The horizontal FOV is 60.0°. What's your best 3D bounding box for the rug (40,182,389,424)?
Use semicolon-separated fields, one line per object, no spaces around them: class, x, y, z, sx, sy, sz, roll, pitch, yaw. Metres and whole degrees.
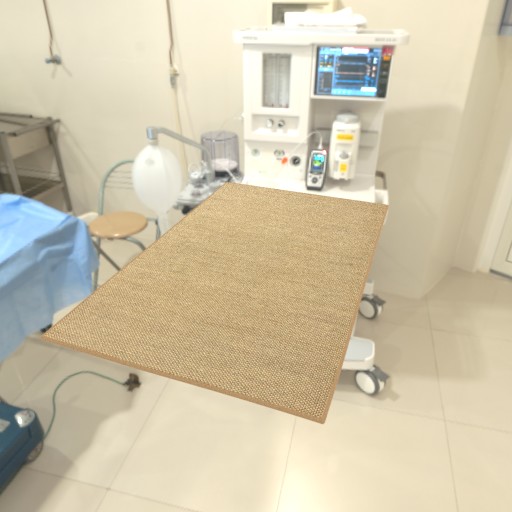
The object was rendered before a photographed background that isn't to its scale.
rug;0.000;0.000;2.120;1.061;0.012;1.668;11;32;18
